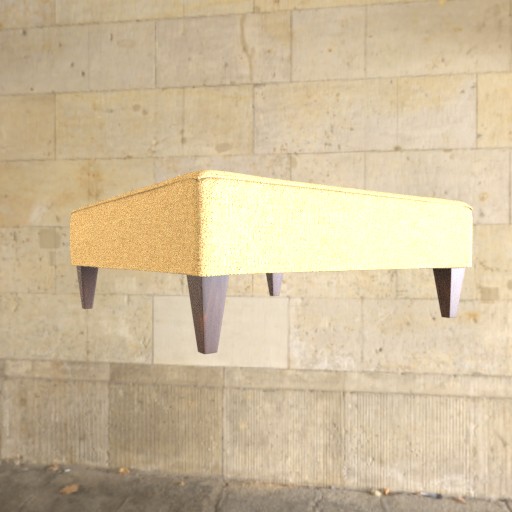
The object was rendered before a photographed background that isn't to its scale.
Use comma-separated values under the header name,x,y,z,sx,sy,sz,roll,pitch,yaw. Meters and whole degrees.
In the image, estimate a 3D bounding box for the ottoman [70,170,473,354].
name,x,y,z,sx,sy,sz,roll,pitch,yaw
ottoman,0.000,0.000,1.481,0.970,0.378,0.981,0,0,-36
